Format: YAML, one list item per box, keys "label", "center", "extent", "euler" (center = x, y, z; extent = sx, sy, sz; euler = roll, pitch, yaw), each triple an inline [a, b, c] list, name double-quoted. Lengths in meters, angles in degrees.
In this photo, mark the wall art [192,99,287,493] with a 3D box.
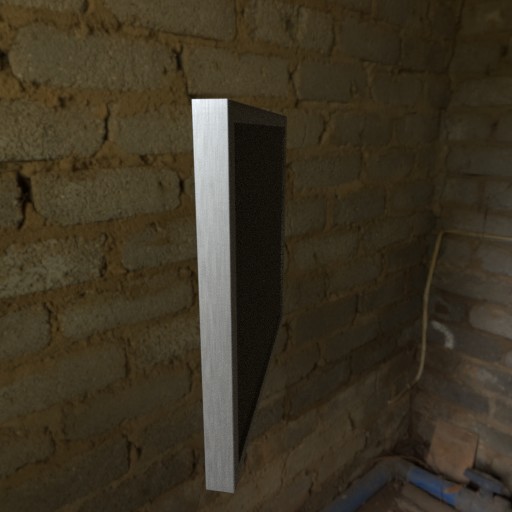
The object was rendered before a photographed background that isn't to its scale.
- label: "wall art"
  center: [0.000, 0.000, 0.530]
  extent: [0.028, 0.330, 0.380]
  euler: [3, 16, 9]
